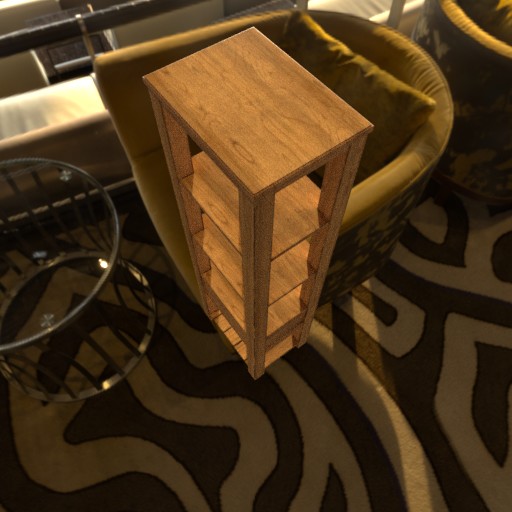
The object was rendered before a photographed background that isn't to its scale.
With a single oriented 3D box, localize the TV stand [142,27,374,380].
[{"bbox_3d":[0.000,0.000,2.074,0.435,1.828,0.565,-33,65,-17],"label":"TV stand"}]
